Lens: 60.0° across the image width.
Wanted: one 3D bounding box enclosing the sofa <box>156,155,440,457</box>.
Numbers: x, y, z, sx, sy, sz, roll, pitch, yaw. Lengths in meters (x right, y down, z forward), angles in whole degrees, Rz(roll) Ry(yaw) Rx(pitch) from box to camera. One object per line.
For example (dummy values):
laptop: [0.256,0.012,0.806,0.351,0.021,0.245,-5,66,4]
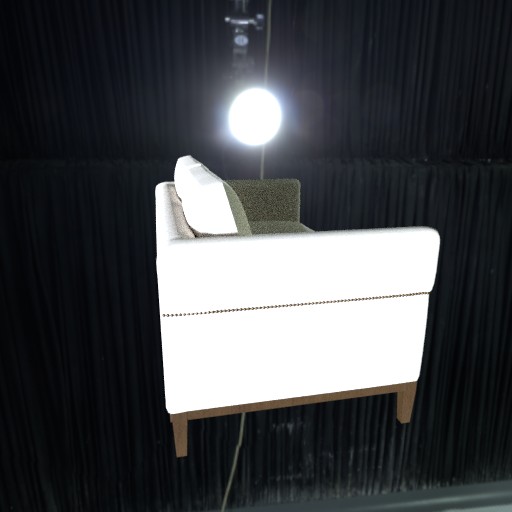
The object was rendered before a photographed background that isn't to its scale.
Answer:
sofa: [0.000,0.000,2.112,0.905,0.873,1.598,-3,16,-12]
